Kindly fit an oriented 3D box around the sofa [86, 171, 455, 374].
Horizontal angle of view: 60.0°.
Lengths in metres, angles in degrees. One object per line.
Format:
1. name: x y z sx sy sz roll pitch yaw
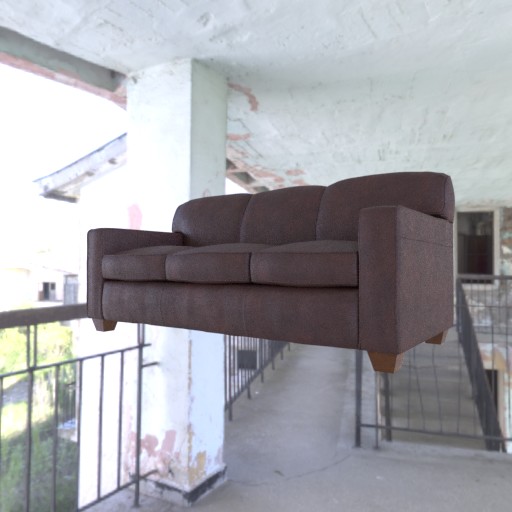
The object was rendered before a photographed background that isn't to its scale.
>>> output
1. sofa: 0.000 0.000 2.633 2.039 0.953 1.008 -1 -1 35
